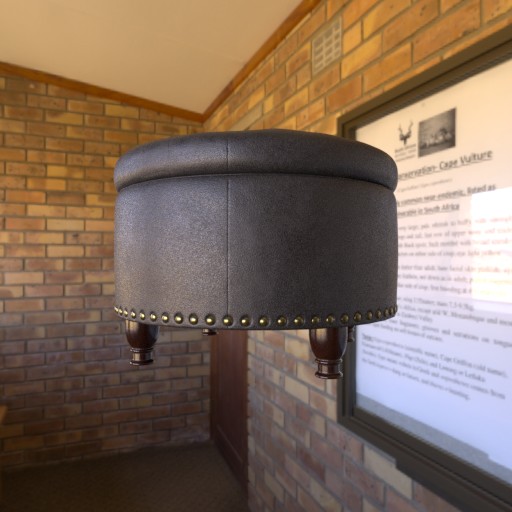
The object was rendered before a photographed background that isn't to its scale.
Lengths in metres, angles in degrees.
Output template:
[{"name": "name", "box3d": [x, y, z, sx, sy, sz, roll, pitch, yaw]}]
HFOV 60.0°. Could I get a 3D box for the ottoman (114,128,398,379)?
[{"name": "ottoman", "box3d": [0.000, 0.000, 1.041, 0.637, 0.442, 0.637, 0, -1, 0]}]
